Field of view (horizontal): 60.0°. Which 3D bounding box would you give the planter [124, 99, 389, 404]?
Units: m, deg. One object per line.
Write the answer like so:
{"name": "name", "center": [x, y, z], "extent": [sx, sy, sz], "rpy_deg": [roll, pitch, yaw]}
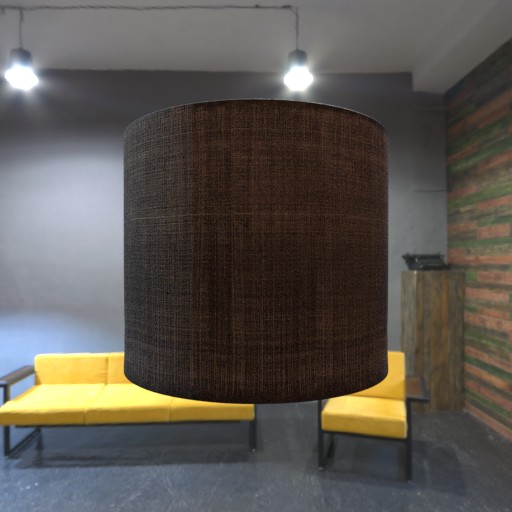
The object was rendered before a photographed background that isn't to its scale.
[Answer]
{"name": "planter", "center": [0.000, 0.000, 0.442], "extent": [0.254, 0.221, 0.254], "rpy_deg": [0, -1, 0]}
